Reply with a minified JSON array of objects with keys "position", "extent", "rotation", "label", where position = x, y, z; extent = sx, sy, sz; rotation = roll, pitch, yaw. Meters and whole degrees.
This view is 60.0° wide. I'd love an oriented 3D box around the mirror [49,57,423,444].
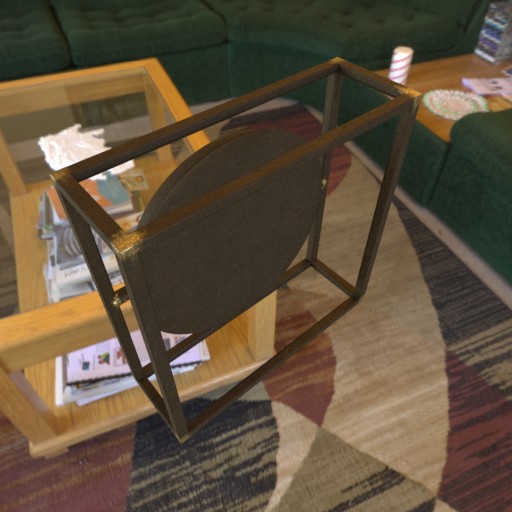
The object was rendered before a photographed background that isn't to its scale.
[{"position":[0.000,0.000,0.470],"extent":[0.306,0.303,0.107],"rotation":[-32,54,-26],"label":"mirror"}]
